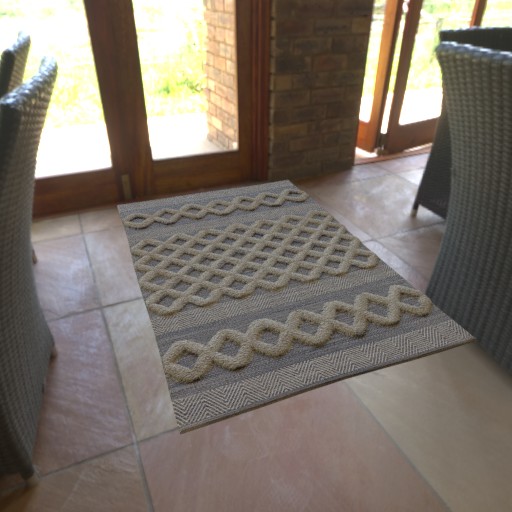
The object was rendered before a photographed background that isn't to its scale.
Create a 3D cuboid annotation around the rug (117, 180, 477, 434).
[{"bbox_3d":[0.000,0.000,2.318,1.222,0.030,1.823,-11,33,-18],"label":"rug"}]
